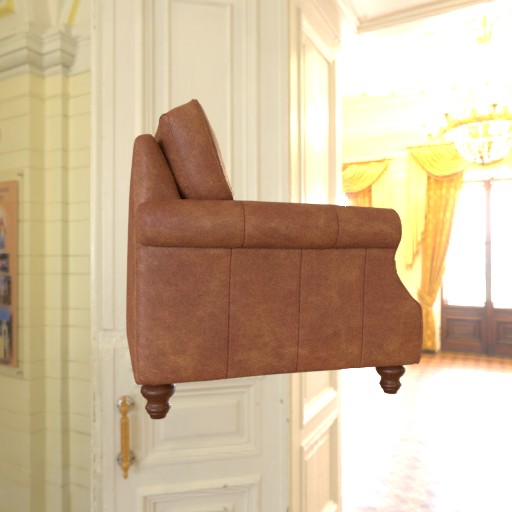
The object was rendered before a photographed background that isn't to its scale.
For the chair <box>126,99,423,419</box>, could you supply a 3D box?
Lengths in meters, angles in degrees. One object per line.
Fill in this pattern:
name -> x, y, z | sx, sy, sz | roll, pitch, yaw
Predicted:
chair -> 0.000, 0.000, 1.775 | 0.986, 0.962, 0.983 | 0, 0, -17
